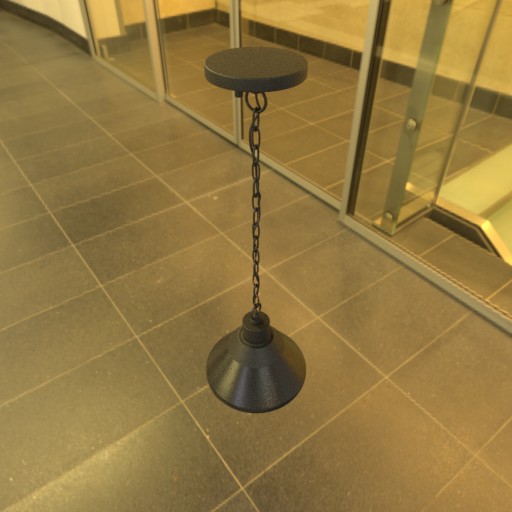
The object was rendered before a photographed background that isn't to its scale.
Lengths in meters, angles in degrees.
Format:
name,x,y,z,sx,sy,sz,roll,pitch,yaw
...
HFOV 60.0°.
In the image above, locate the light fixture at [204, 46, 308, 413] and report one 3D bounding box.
name,x,y,z,sx,sy,sz,roll,pitch,yaw
light fixture,0.000,0.000,0.701,0.201,0.588,0.201,23,45,25
